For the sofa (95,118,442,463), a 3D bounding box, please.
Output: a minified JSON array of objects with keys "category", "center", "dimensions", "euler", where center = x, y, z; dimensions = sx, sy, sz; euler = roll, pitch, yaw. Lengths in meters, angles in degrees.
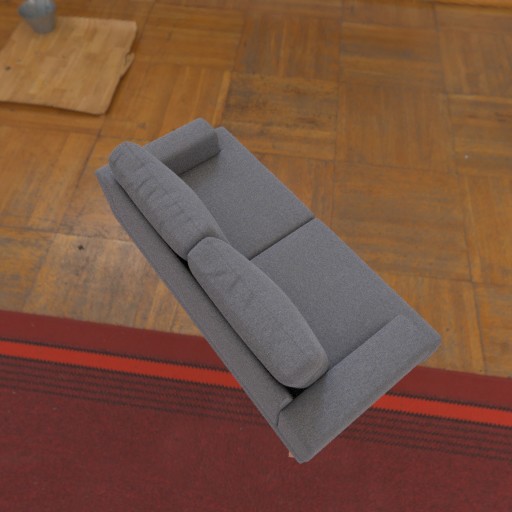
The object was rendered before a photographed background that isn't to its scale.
[{"category":"sofa","center":[0.000,0.000,2.091],"dimensions":[0.785,0.810,1.650],"euler":[-33,64,-18]}]
